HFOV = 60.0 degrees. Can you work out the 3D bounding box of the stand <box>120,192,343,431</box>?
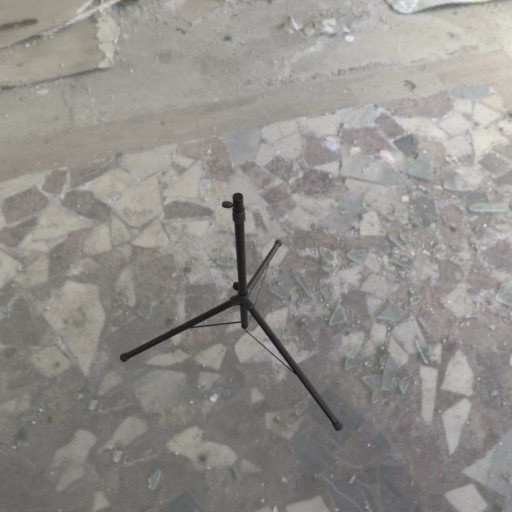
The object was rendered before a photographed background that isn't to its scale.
[{"bbox_3d":[0.000,0.000,2.684,1.596,1.595,1.339,16,59,10],"label":"stand"}]
